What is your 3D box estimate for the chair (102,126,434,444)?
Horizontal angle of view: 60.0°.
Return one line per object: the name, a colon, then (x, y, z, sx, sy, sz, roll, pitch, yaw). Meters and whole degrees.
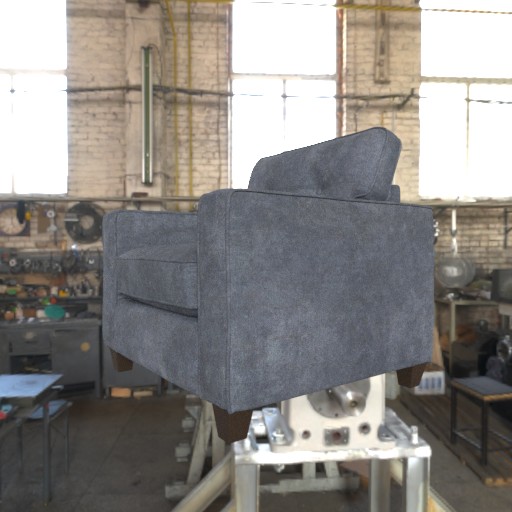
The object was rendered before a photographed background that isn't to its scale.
chair: (0.000, 0.000, 1.759, 0.939, 0.965, 1.015, -1, 1, -37)
